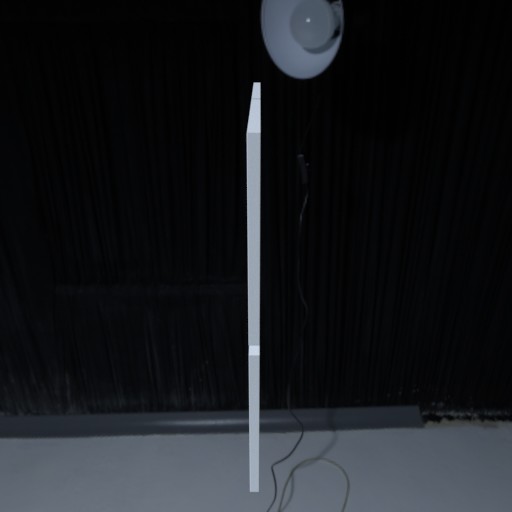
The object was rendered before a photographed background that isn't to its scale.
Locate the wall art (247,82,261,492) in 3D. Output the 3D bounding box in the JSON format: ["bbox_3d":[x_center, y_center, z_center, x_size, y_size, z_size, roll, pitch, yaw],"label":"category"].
[{"bbox_3d":[0.000,0.000,1.662,0.029,1.118,1.118,0,26,0],"label":"wall art"}]
